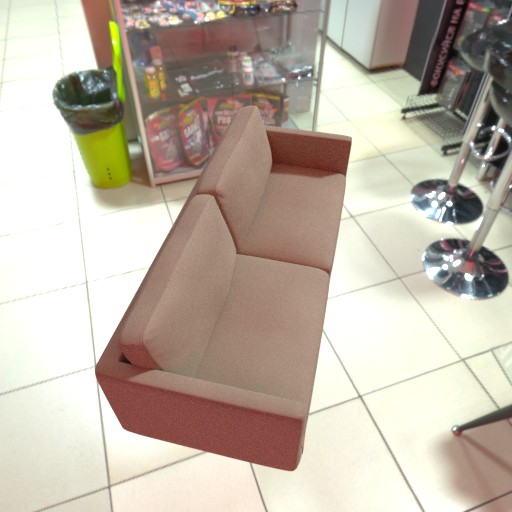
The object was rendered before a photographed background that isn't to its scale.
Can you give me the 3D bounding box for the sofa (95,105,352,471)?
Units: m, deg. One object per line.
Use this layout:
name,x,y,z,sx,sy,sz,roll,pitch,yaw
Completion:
sofa,0.000,0.000,2.717,0.948,0.932,2.181,10,47,9
